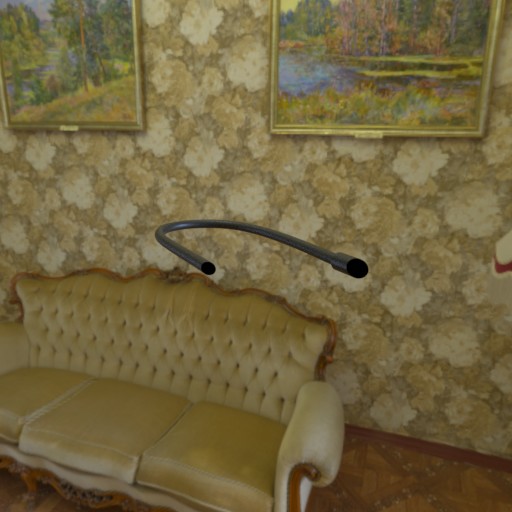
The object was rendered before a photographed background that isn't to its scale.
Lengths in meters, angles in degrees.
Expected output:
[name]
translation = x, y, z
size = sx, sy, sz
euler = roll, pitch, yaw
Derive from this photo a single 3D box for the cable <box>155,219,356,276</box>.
[cable]
translation = 0.000, 0.000, 0.111
size = 0.040, 0.006, 0.098
euler = -8, 17, -27
